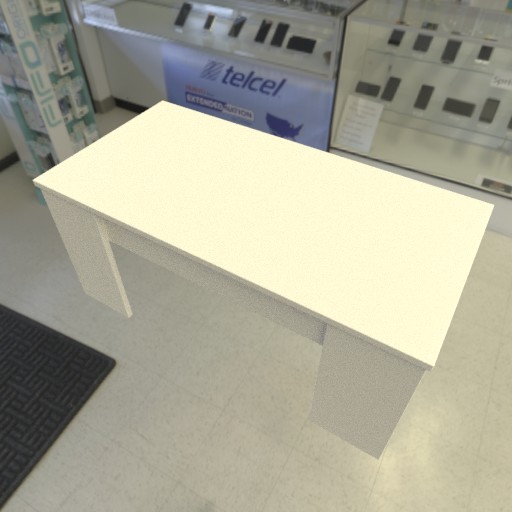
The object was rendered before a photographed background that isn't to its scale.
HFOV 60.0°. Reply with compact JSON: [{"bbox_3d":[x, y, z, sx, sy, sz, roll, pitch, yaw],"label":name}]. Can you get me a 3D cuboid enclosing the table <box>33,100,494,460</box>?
[{"bbox_3d":[0.000,0.000,1.225,1.000,0.440,0.500,24,50,22],"label":"table"}]
